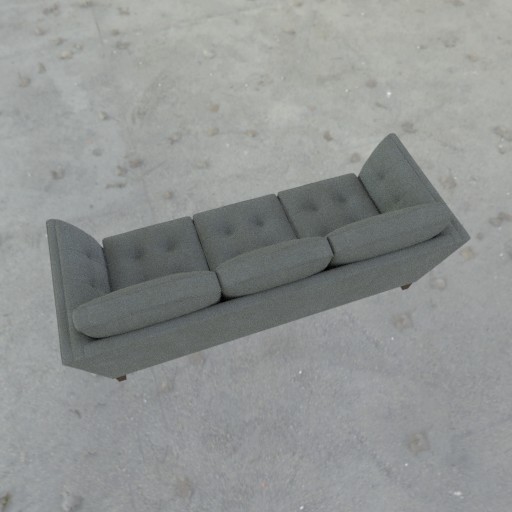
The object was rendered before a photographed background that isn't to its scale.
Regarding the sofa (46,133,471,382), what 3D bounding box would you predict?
[{"bbox_3d":[0.000,0.000,2.924,2.387,0.940,0.965,-16,59,-10],"label":"sofa"}]
